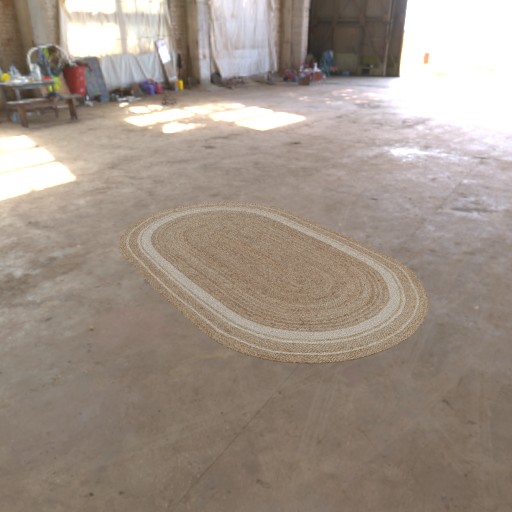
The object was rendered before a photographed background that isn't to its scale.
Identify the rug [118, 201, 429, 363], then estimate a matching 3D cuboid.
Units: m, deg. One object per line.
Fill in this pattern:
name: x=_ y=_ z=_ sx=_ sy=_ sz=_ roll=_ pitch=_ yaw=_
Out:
rug: x=0.000 y=0.000 z=3.089 sx=1.520 sy=0.006 sz=2.432 roll=-18 pitch=31 yaw=-32
